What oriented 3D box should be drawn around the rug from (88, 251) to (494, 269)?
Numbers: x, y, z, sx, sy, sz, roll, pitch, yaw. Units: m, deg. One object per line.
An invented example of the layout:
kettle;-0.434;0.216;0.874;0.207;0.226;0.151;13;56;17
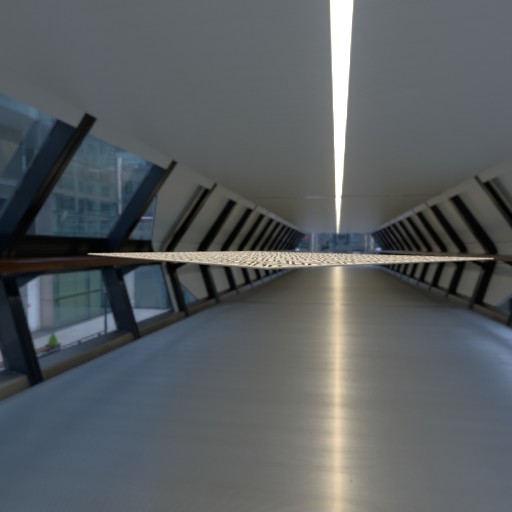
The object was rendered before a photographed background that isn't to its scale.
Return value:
rug;0.000;0.000;2.304;1.220;0.007;1.828;-1;2;-35
